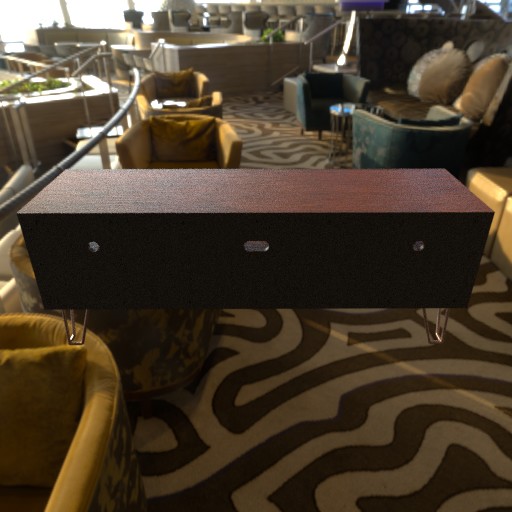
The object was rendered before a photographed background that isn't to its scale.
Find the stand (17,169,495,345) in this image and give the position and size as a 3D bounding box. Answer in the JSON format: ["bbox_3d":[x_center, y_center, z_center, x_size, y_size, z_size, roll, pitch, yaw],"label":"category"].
[{"bbox_3d":[0.000,0.000,1.863,1.626,0.610,0.481,0,30,0],"label":"stand"}]
